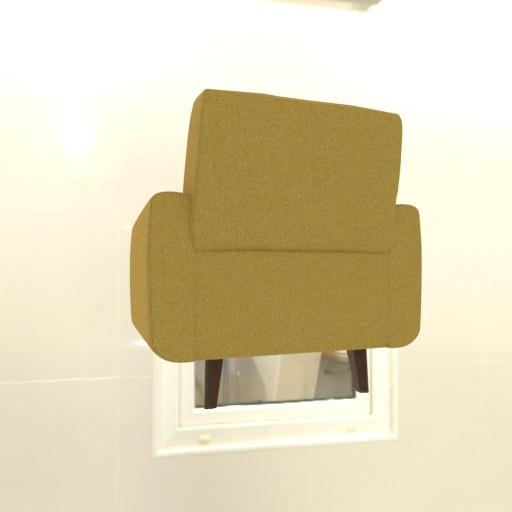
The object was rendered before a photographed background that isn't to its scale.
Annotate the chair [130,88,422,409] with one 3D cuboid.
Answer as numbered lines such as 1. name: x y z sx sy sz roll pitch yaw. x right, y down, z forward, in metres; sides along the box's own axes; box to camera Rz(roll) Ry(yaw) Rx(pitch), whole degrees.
1. chair: 0.000 0.000 1.586 0.831 0.841 0.909 0 -1 -19
